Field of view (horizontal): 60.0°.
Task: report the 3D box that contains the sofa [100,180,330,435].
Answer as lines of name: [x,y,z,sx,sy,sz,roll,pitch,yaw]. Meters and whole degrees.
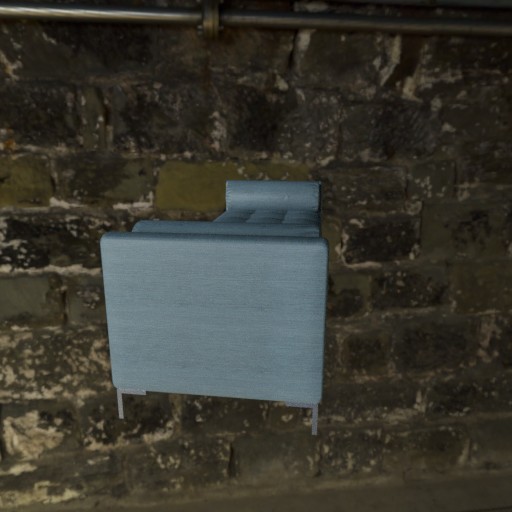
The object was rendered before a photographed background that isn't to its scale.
sofa: [0.000,0.000,2.298,0.686,0.635,1.981,2,15,7]
